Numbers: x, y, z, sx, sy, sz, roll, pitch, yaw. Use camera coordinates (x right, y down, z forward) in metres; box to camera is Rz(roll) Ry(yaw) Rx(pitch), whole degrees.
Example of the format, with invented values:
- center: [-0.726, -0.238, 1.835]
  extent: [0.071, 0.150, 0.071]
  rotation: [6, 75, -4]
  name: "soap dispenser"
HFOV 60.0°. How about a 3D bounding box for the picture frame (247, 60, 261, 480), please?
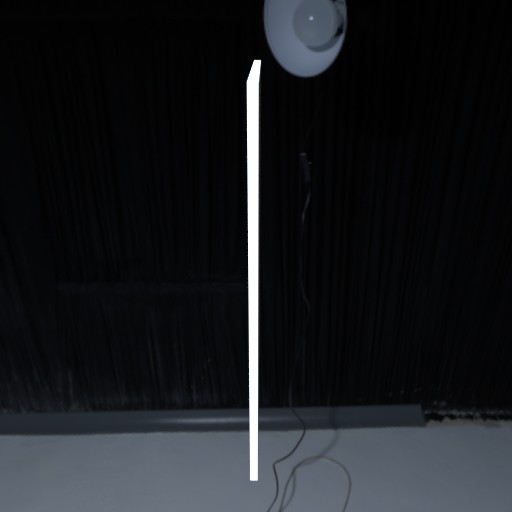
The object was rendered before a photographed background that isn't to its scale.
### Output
- center: [0.000, 0.000, 0.840]
  extent: [0.013, 0.657, 0.457]
  rotation: [0, 26, 1]
  name: "picture frame"
